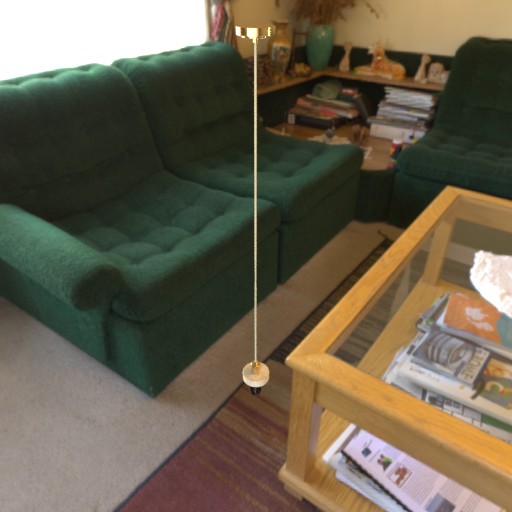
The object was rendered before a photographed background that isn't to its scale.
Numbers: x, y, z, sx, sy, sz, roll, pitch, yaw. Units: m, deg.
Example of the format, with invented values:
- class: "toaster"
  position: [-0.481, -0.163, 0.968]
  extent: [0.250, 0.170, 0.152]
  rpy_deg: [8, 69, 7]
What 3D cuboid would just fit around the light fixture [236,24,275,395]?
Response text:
- class: "light fixture"
  position: [0.000, 0.000, 1.804]
  extent: [0.129, 1.669, 0.129]
  rpy_deg: [11, 35, 16]
